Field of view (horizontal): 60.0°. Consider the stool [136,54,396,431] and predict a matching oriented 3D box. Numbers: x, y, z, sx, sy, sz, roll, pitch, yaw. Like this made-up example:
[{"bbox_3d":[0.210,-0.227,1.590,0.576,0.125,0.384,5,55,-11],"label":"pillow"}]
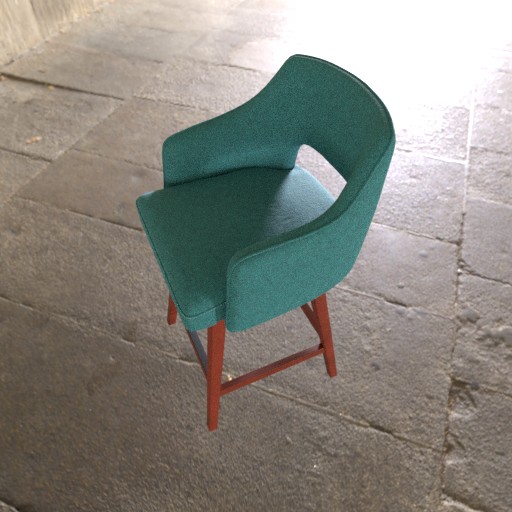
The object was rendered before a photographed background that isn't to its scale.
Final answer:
[{"bbox_3d":[0.000,0.000,1.293,0.556,0.961,0.548,-19,50,-16],"label":"stool"}]
